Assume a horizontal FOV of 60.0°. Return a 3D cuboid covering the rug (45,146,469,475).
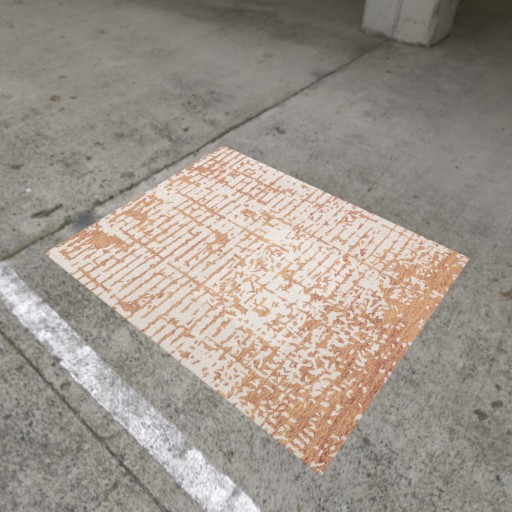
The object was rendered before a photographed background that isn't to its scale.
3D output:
[{"bbox_3d":[0.000,0.000,4.069,3.050,0.011,2.441,30,52,27],"label":"rug"}]
